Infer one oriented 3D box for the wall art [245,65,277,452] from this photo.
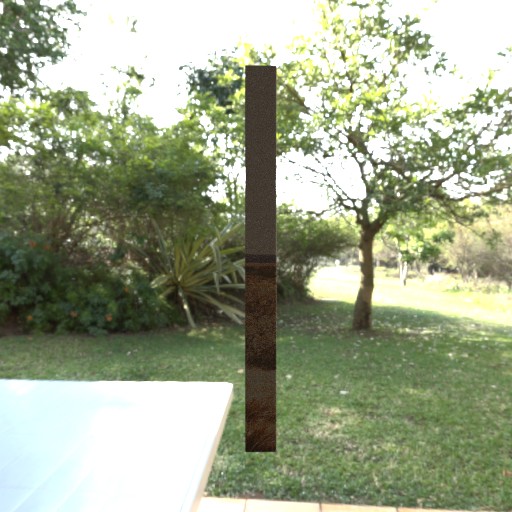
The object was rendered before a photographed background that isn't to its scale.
[{"bbox_3d":[0.000,0.000,1.155,0.050,0.610,0.914,0,1,-1],"label":"wall art"}]
